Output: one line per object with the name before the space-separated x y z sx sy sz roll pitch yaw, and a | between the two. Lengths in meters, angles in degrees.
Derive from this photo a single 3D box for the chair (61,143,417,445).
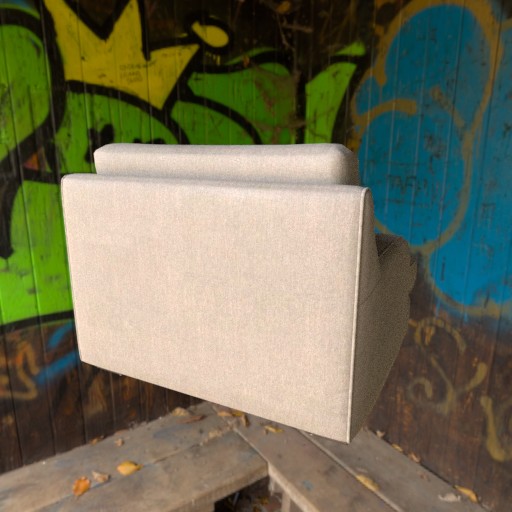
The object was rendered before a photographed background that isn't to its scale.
chair | 0.000 0.000 1.974 1.270 0.974 1.043 7 16 27
